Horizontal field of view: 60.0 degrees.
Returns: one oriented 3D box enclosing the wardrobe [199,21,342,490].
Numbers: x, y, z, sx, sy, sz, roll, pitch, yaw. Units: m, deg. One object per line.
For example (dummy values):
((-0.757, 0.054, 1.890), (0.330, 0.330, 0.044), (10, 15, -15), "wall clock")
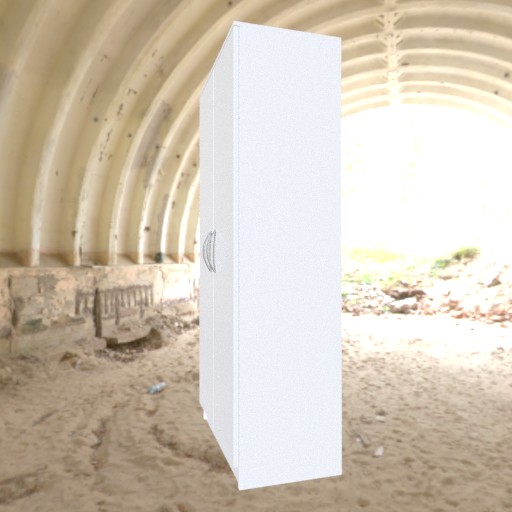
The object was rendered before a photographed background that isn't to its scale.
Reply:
((0.000, 0.000, 2.021), (0.470, 1.700, 0.760), (0, 0, -17), "wardrobe")
